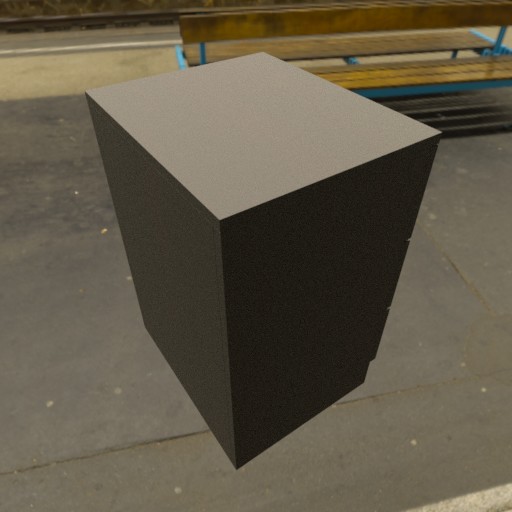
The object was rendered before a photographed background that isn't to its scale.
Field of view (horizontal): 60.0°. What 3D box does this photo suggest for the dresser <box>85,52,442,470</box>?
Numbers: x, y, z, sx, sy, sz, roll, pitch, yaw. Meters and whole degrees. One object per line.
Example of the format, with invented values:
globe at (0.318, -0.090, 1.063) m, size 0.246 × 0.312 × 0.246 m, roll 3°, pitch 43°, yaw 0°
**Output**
dresser at (0.000, 0.000, 0.813) m, size 0.360 × 0.560 × 0.400 m, roll -24°, pitch 47°, yaw -25°
